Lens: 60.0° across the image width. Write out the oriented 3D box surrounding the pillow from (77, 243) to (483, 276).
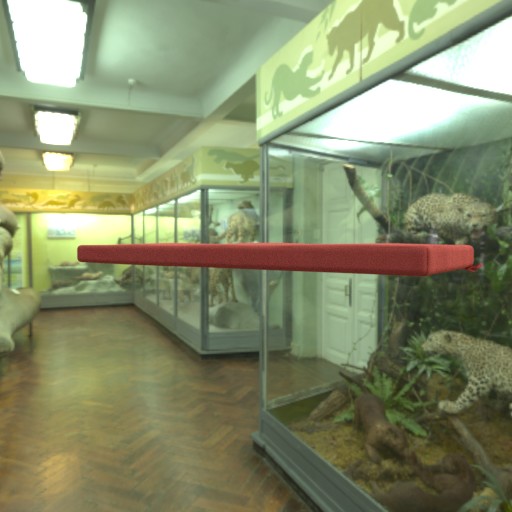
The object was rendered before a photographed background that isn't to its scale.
[{"bbox_3d":[0.000,0.000,1.348,1.187,0.081,0.492,1,2,36],"label":"pillow"}]
